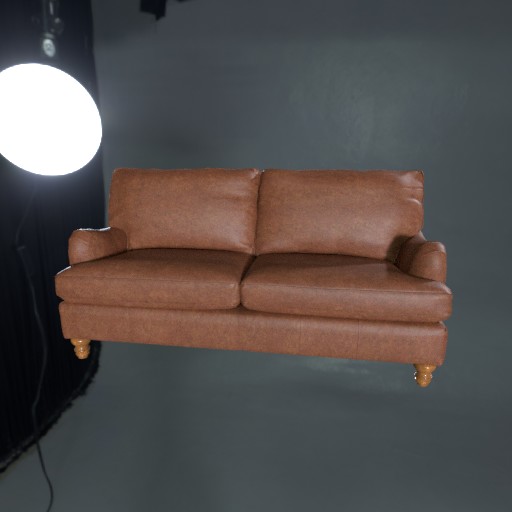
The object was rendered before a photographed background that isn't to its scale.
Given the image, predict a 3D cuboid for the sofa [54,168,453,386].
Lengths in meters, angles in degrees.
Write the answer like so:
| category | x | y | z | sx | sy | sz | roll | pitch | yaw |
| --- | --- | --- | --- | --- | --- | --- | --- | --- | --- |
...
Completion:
| category | x | y | z | sx | sy | sz | roll | pitch | yaw |
| --- | --- | --- | --- | --- | --- | --- | --- | --- | --- |
| sofa | 0.000 | 0.000 | 2.816 | 2.144 | 1.071 | 1.147 | 2 | 15 | 9 |
